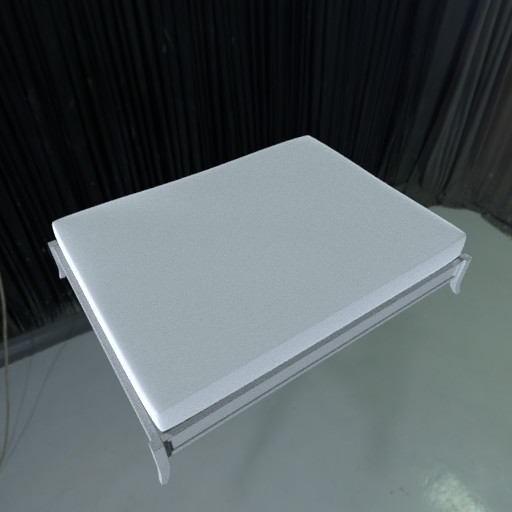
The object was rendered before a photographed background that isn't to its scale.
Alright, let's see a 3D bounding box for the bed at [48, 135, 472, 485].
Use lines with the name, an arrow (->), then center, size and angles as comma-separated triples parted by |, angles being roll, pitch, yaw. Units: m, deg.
bed -> 0.000, 0.000, 2.752 | 2.108, 0.510, 1.604 | -25, 48, -24
